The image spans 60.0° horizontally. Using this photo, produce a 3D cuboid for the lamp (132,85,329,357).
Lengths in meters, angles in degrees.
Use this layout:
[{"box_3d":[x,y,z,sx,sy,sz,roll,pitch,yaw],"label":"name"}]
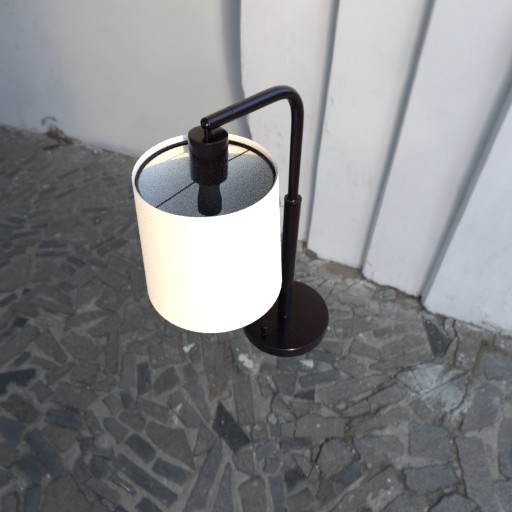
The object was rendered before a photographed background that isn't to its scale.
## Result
[{"box_3d":[0.000,0.000,0.630,0.171,0.489,0.333,32,54,27],"label":"lamp"}]
